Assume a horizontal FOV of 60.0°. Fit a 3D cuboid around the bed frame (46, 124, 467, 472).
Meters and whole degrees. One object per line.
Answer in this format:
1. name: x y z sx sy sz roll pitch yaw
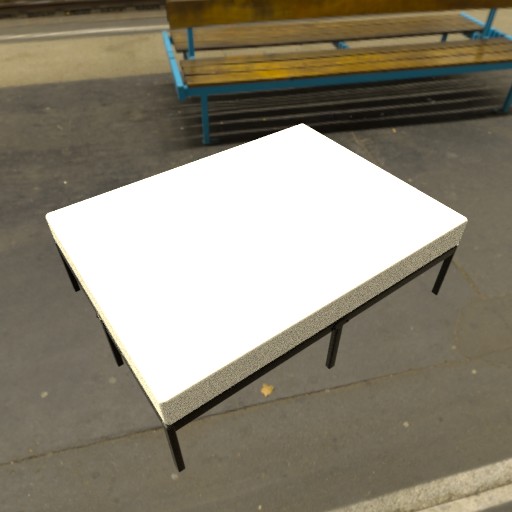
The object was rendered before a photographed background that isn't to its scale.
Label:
1. bed frame: 0.000 0.000 2.878 2.072 0.659 1.557 -26 49 -25
